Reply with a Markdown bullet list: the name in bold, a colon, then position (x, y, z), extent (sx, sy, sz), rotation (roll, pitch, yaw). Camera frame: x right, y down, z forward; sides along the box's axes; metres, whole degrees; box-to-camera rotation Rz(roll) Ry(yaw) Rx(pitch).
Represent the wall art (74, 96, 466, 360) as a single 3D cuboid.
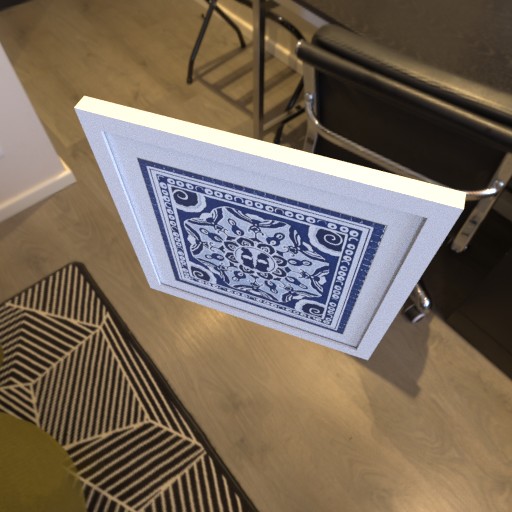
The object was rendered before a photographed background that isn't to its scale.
- **wall art**: position (0.000, 0.000, 0.845), extent (0.559, 0.559, 0.028), rotation (17, 59, 10)
